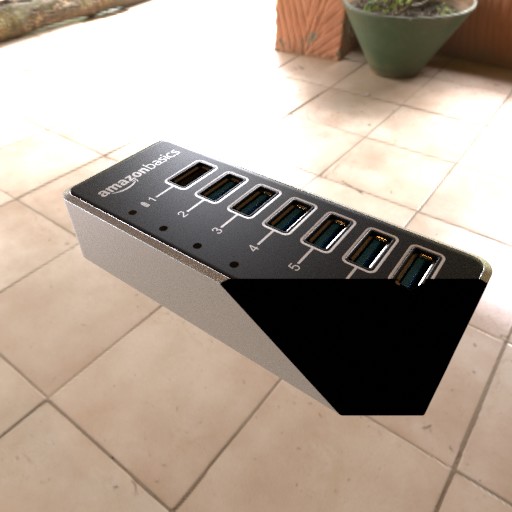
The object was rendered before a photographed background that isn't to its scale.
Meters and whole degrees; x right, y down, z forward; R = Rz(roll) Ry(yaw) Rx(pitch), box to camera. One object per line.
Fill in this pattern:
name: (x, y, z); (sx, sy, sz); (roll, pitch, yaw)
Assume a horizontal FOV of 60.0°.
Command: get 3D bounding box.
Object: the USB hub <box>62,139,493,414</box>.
USB hub: (0.000, 0.000, 0.123); (0.110, 0.023, 0.044); (26, 48, 26)
